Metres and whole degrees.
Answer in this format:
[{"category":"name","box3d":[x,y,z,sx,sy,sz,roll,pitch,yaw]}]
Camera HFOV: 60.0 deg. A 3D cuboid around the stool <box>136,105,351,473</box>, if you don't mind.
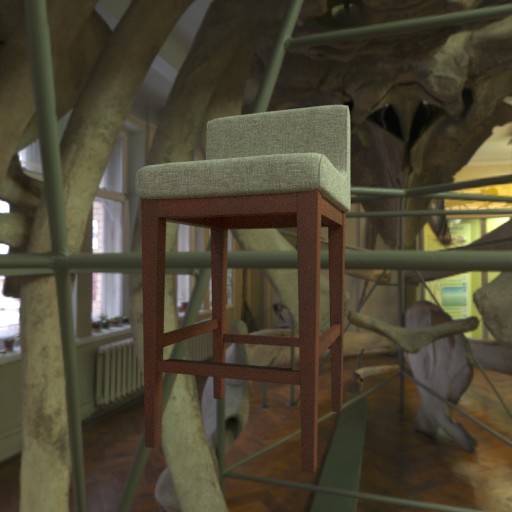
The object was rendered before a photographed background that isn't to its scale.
[{"category":"stool","box3d":[0.000,0.000,1.102,0.417,0.835,0.459,0,-1,19]}]
